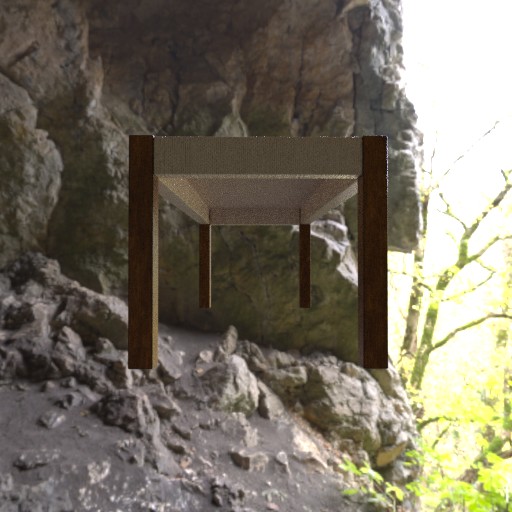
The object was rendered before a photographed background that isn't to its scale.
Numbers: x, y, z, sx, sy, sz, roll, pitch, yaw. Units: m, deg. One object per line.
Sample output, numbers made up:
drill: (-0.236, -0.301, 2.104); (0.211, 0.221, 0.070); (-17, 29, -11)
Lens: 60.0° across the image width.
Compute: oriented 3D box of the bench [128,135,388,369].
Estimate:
bench: (0.000, 0.000, 1.463); (0.507, 0.457, 1.198); (0, -1, 0)
